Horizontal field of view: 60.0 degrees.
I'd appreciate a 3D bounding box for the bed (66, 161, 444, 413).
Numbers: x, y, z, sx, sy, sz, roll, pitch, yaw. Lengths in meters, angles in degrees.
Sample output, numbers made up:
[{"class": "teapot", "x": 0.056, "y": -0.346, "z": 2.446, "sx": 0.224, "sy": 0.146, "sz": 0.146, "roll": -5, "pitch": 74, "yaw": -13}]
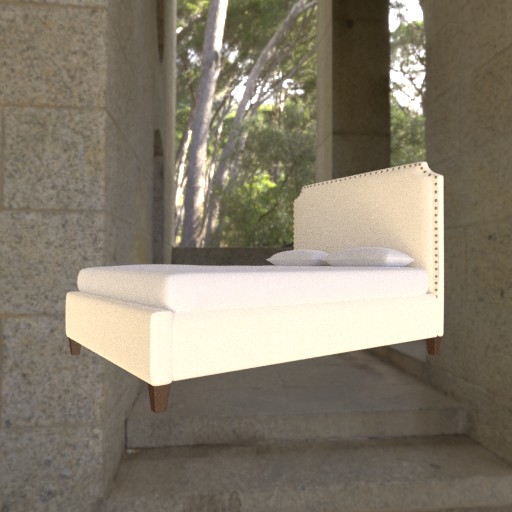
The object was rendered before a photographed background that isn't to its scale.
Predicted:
[{"class": "bed", "x": 0.000, "y": 0.000, "z": 3.388, "sx": 2.372, "sy": 1.497, "sz": 1.712, "roll": 1, "pitch": -1, "yaw": -36}]
